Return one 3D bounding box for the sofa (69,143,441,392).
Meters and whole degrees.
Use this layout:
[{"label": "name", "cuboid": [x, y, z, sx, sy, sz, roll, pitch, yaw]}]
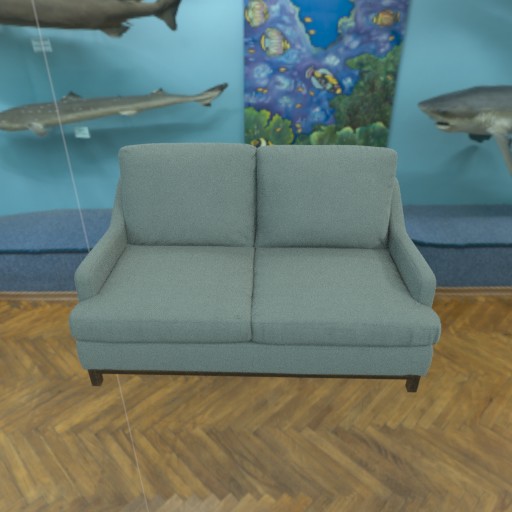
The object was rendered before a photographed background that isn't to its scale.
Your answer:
[{"label": "sofa", "cuboid": [0.000, 0.000, 2.221, 1.589, 0.921, 0.987, 1, 31, 1]}]
